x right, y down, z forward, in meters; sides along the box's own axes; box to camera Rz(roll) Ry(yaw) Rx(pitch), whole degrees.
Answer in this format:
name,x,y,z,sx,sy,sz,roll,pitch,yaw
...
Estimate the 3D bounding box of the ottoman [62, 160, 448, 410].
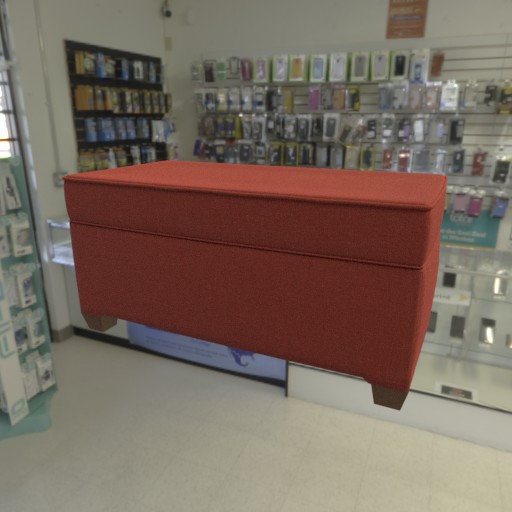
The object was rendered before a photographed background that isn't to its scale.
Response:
name,x,y,z,sx,sy,sz,roll,pitch,yaw
ottoman,0.000,0.000,1.248,0.948,0.454,0.497,8,19,24
